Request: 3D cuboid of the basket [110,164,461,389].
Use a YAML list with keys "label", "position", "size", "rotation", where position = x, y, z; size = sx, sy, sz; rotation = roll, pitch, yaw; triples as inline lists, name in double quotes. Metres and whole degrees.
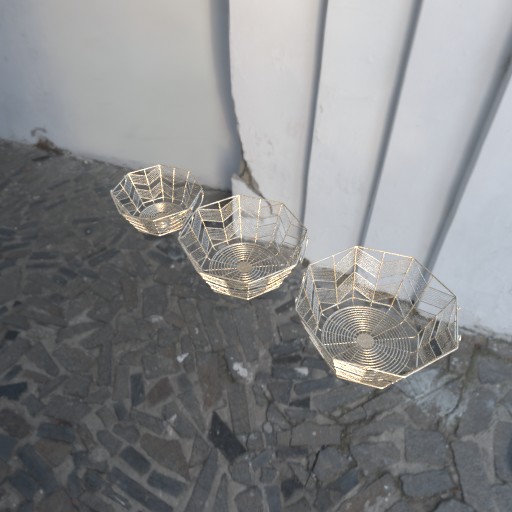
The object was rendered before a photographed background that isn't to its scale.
- label: "basket"
  position: [0.000, 0.000, 1.396]
  size: [1.246, 0.178, 0.432]
  rotation: [30, 53, 27]
